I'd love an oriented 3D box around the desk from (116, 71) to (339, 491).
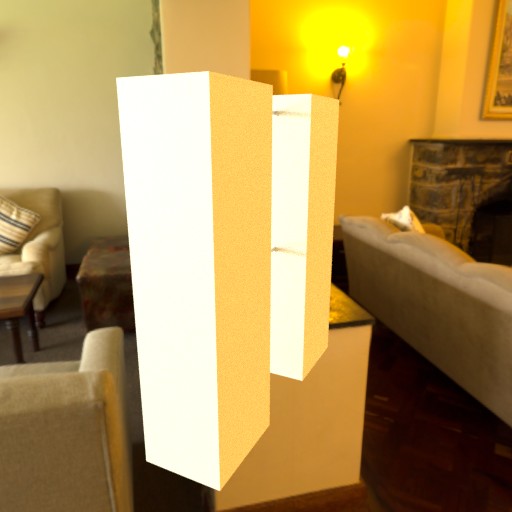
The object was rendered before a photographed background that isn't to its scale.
[{"bbox_3d":[0.000,0.000,2.868,0.480,2.000,1.770,8,17,26],"label":"desk"}]
